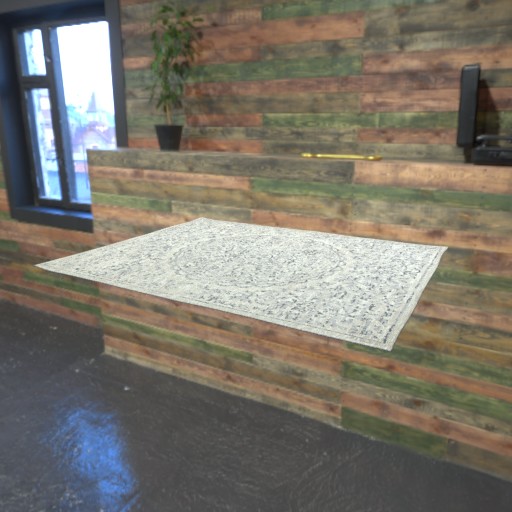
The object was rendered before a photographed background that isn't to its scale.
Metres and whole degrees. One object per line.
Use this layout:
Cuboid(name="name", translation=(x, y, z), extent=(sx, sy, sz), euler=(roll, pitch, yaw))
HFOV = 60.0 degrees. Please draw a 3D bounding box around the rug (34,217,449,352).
Cuboid(name="rug", translation=(0.000, 0.000, 3.957), extent=(2.925, 0.026, 2.343), euler=(9, 18, 28))
